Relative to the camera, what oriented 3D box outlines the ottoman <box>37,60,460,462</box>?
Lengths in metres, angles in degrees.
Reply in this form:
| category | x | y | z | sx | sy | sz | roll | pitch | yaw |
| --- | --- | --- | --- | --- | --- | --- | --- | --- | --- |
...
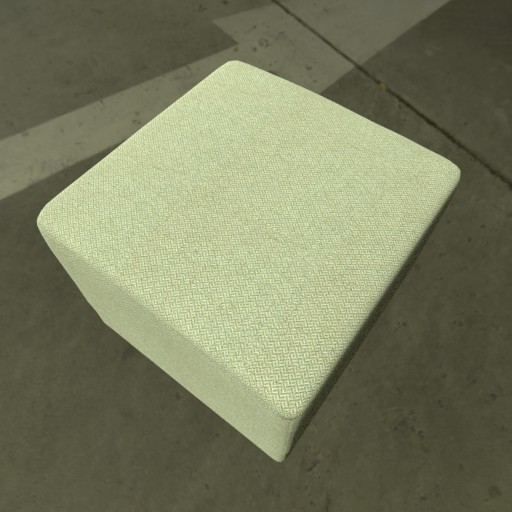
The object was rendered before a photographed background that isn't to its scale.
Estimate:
| category | x | y | z | sx | sy | sz | roll | pitch | yaw |
| --- | --- | --- | --- | --- | --- | --- | --- | --- | --- |
| ottoman | 0.000 | 0.000 | 0.875 | 0.512 | 0.453 | 0.521 | 33 | 64 | 18 |
